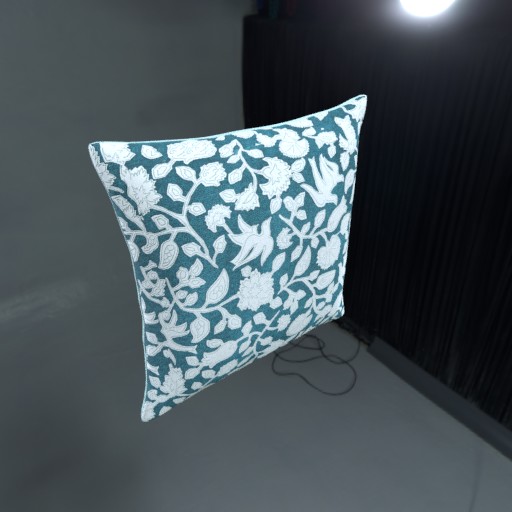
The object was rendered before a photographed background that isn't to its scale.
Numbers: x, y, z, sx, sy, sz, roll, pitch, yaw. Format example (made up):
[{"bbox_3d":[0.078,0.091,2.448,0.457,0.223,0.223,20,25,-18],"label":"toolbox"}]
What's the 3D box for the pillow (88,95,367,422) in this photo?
[{"bbox_3d":[0.000,0.000,0.815,0.525,0.508,0.166,-21,36,-32],"label":"pillow"}]
